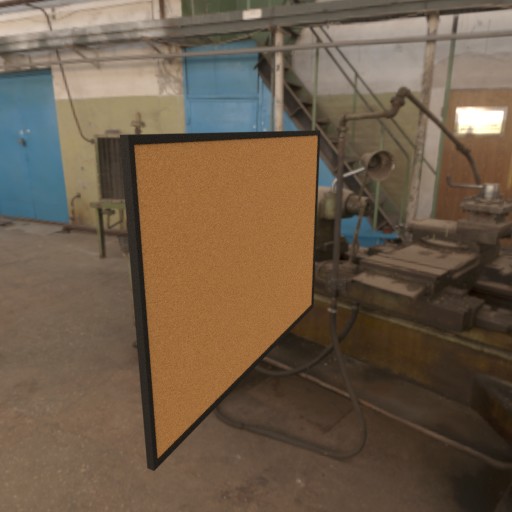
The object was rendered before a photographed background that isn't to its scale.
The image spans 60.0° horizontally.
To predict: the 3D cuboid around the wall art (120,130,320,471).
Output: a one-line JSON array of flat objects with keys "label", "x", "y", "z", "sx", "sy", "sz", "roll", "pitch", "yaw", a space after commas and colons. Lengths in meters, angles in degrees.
[{"label": "wall art", "x": 0.000, "y": 0.000, "z": 0.850, "sx": 0.013, "sy": 0.458, "sz": 0.664, "roll": 8, "pitch": 18, "yaw": 26}]
